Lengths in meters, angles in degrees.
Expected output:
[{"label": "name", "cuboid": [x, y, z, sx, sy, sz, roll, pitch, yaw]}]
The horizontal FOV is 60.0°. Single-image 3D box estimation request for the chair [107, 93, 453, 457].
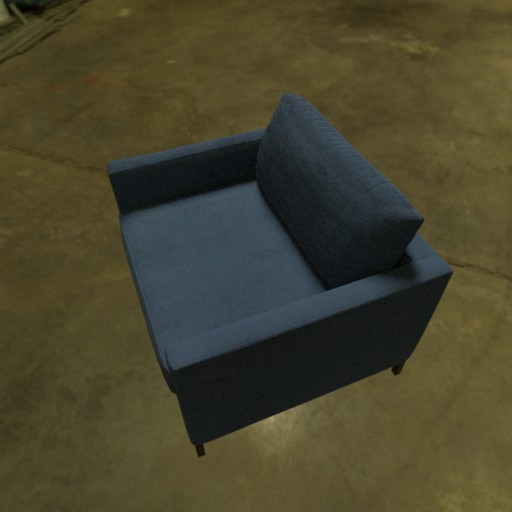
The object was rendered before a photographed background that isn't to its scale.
[{"label": "chair", "cuboid": [0.000, 0.000, 1.616, 0.875, 0.812, 0.964, -17, 49, -15]}]
